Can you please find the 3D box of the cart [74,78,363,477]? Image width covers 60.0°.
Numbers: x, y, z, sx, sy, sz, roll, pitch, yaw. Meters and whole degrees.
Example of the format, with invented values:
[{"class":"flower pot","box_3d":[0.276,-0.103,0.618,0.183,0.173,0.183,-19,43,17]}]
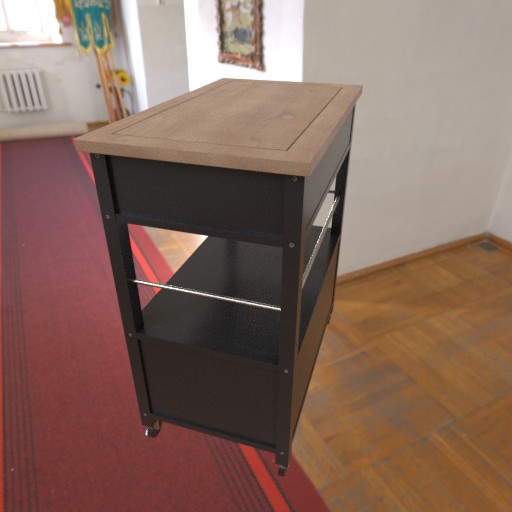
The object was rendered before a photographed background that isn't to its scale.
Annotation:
[{"class":"cart","box_3d":[0.000,0.000,1.351,0.459,0.901,0.840,9,32,15]}]
